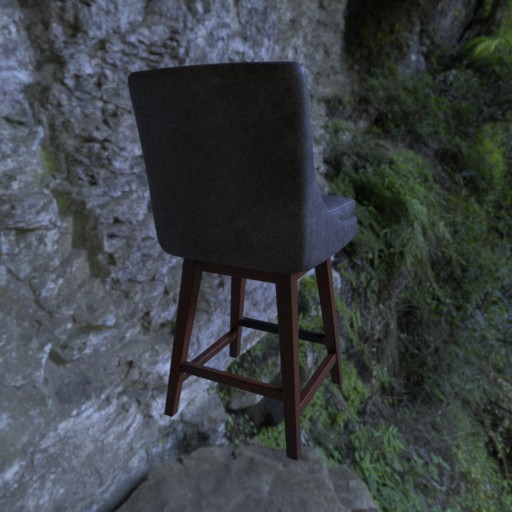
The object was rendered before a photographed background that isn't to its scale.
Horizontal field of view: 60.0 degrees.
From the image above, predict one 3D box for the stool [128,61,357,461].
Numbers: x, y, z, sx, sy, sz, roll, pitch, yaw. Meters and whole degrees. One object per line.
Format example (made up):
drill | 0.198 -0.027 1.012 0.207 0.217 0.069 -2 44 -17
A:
stool | 0.000 0.000 1.381 0.492 1.046 0.587 8 18 26
